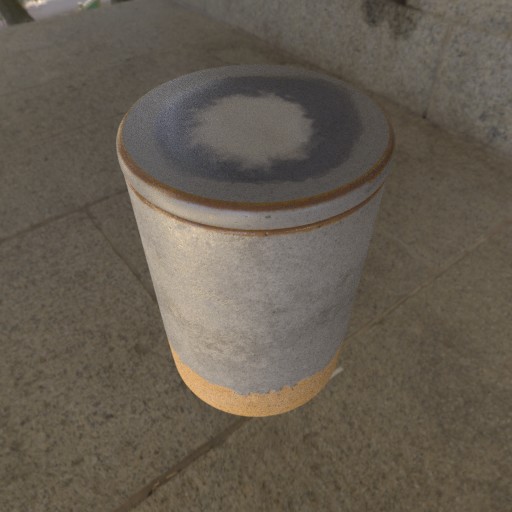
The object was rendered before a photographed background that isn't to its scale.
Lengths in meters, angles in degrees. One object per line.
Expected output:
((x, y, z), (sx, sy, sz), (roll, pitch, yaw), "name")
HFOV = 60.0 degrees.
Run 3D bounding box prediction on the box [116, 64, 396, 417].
((0.000, 0.000, 0.248), (0.118, 0.168, 0.118), (0, 46, 0), "box")
